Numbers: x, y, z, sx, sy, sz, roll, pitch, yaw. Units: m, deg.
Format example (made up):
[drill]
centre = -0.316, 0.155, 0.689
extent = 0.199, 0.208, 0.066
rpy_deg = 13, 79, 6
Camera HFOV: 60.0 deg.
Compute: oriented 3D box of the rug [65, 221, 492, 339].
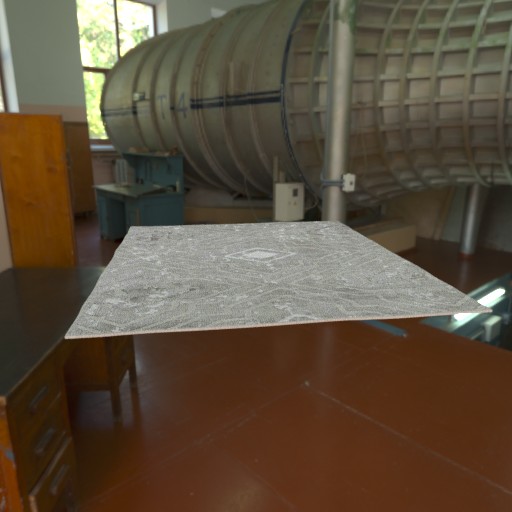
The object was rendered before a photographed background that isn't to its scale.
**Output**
[rug]
centre = 0.000, 0.000, 0.859
extent = 0.548, 0.006, 0.639
rpy_deg = -2, 16, -8
